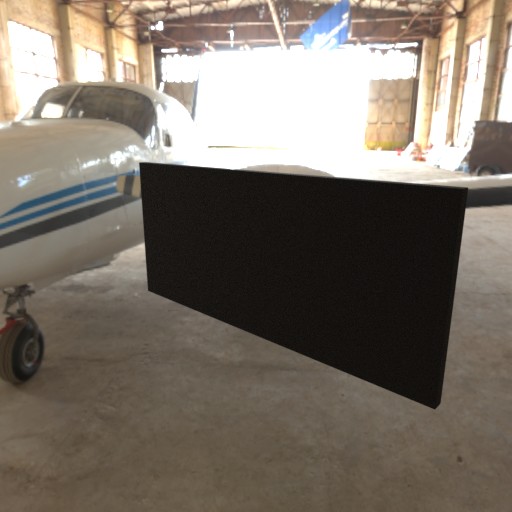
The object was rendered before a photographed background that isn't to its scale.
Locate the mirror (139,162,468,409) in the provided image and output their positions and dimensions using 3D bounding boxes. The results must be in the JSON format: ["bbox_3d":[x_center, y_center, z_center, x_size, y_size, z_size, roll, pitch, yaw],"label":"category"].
[{"bbox_3d":[0.000,0.000,1.835,1.584,0.692,0.047,14,21,41],"label":"mirror"}]
